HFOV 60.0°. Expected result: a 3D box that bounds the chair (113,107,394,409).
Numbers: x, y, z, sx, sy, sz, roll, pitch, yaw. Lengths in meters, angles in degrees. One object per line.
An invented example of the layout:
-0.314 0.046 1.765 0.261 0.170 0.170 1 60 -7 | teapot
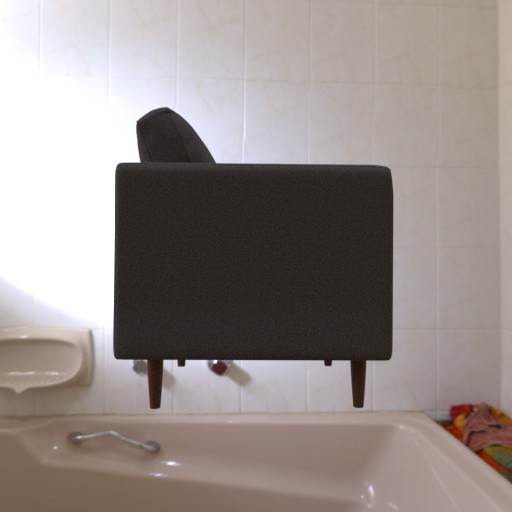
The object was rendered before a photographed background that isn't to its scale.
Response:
0.000 0.000 1.620 0.800 0.927 0.854 0 0 -1 | chair
